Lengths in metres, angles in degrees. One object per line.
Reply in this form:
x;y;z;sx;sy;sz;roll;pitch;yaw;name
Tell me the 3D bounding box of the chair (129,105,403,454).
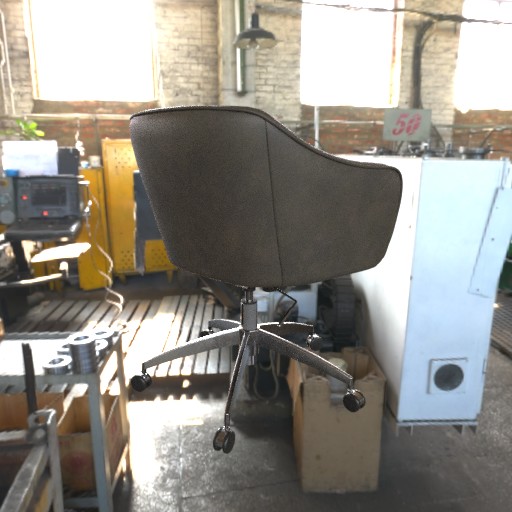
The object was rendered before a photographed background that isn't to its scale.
0.000;0.000;1.362;0.713;0.827;0.689;12;18;42;chair
